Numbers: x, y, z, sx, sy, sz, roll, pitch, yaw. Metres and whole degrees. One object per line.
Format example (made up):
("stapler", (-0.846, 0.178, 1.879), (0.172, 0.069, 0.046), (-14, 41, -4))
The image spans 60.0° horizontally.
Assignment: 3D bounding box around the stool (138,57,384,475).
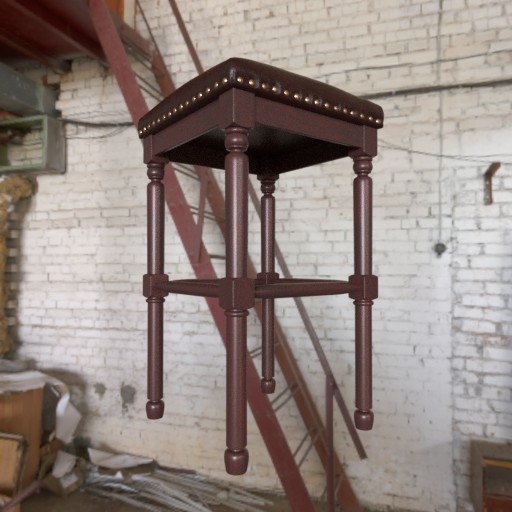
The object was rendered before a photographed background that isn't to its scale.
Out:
("stool", (0.000, 0.000, 0.942), (0.382, 0.702, 0.383), (1, -1, -37))
